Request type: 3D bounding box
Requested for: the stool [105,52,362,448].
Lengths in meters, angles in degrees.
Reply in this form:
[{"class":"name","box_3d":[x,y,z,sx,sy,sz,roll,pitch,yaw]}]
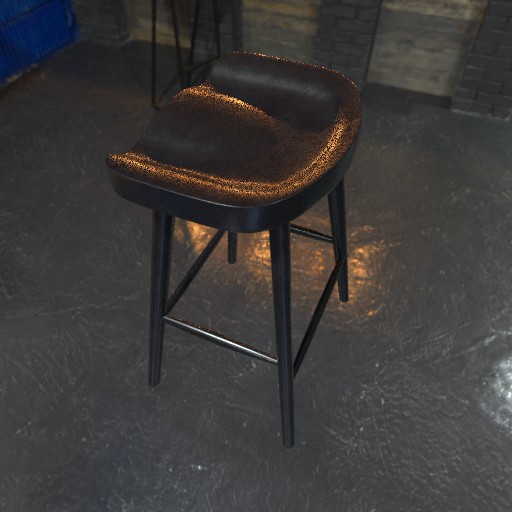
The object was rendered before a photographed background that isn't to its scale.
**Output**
[{"class":"stool","box_3d":[0.000,0.000,0.886,0.361,0.615,0.440,18,50,16]}]
